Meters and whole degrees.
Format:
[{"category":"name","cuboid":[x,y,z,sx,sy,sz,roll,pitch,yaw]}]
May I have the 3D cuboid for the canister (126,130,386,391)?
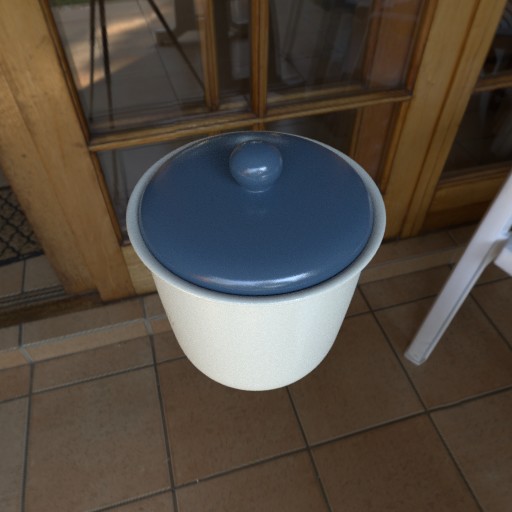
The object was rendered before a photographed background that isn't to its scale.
[{"category":"canister","cuboid":[0.000,0.000,0.359,0.182,0.208,0.182,0,48,0]}]
